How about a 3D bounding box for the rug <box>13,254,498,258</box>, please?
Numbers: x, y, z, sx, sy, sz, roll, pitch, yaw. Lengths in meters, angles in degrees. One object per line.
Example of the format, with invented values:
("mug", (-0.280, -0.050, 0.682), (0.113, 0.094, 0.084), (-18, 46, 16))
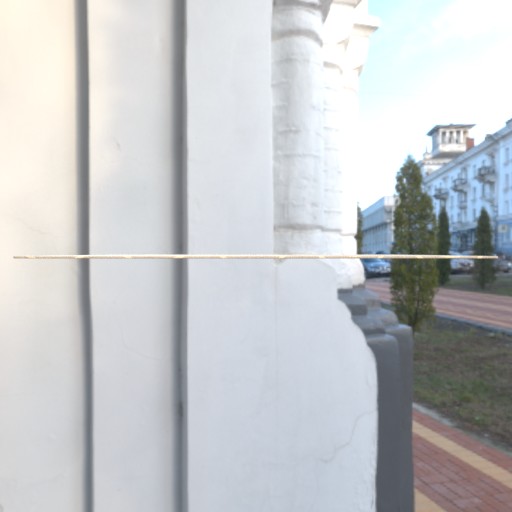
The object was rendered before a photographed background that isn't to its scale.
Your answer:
("rug", (0.000, 0.000, 2.618), (2.080, 0.010, 1.451), (0, 0, 1))
